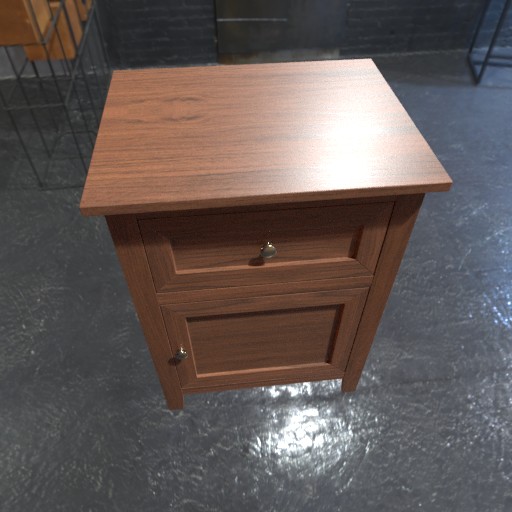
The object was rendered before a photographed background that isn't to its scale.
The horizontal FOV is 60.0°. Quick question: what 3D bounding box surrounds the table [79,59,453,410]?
[{"bbox_3d":[0.000,0.000,0.925,0.480,0.636,0.381,-4,47,-4],"label":"table"}]
